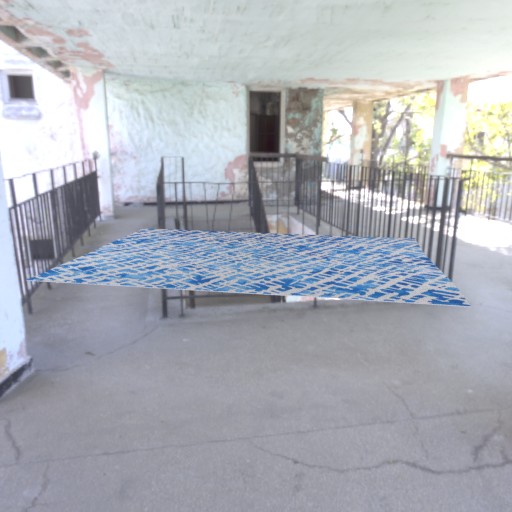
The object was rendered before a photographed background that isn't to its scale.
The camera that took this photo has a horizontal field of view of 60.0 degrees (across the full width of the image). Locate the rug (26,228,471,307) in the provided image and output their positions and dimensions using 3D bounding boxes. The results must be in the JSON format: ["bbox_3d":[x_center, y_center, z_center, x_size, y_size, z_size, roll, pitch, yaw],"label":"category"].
[{"bbox_3d":[0.000,0.000,2.359,1.830,0.011,1.209,3,15,10],"label":"rug"}]
